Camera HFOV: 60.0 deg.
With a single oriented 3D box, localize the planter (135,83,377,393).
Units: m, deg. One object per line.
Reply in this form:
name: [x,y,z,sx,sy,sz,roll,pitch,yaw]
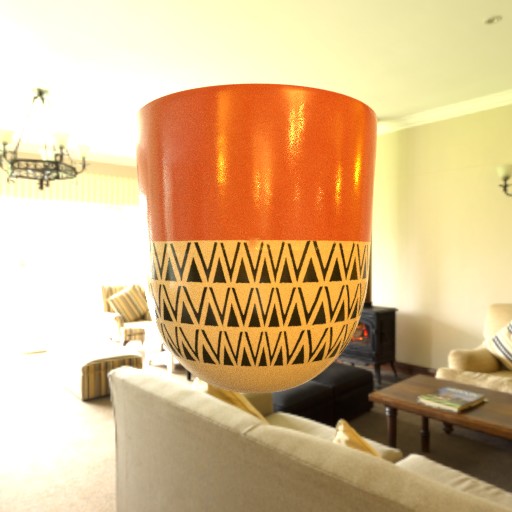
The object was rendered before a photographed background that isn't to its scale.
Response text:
planter: [0.000,0.000,0.370,0.195,0.214,0.195,0,1,0]
